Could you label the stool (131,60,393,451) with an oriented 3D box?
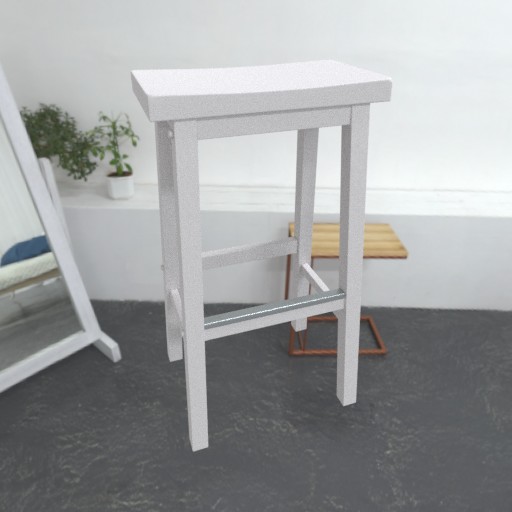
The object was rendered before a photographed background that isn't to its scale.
[{"bbox_3d":[0.000,0.000,0.964,0.406,0.742,0.322,-10,33,-16],"label":"stool"}]
